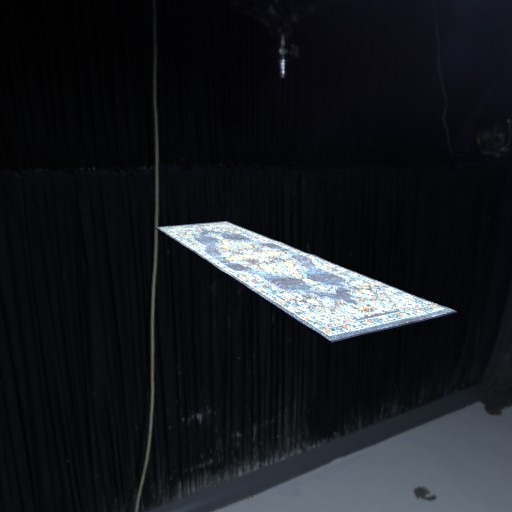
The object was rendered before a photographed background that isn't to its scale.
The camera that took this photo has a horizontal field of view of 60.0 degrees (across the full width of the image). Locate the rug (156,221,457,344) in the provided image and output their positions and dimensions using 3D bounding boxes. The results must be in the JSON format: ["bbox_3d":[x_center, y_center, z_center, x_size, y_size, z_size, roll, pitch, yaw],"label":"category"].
[{"bbox_3d":[0.000,0.000,2.575,0.602,0.016,2.283,-7,16,-26],"label":"rug"}]
